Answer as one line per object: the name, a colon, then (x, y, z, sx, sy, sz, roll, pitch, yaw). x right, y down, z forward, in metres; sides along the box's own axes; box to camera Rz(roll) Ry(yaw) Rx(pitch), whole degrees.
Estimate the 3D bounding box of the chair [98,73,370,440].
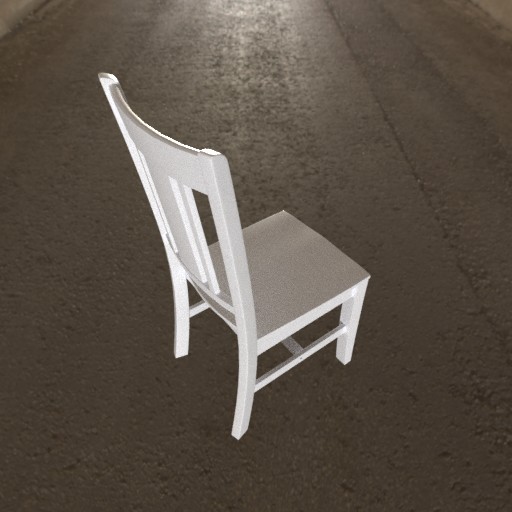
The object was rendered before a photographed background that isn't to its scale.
chair: (0.000, 0.000, 1.258, 0.555, 0.998, 0.450, -26, 48, -26)
